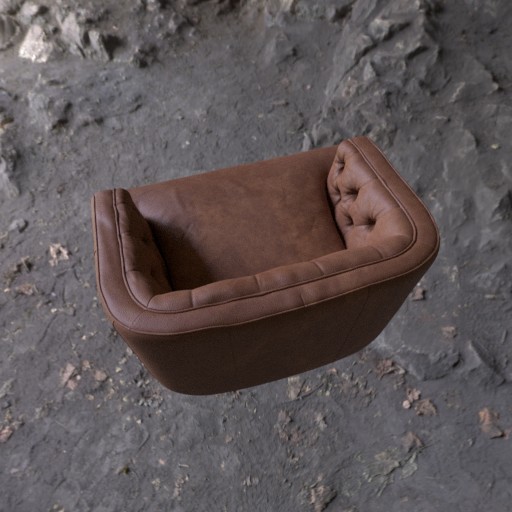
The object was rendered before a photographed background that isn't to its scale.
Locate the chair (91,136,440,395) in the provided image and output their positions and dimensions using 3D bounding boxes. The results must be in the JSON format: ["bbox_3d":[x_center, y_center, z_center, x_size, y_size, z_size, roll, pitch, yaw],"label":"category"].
[{"bbox_3d":[0.000,0.000,1.774,1.119,0.836,0.911,-14,59,-9],"label":"chair"}]
